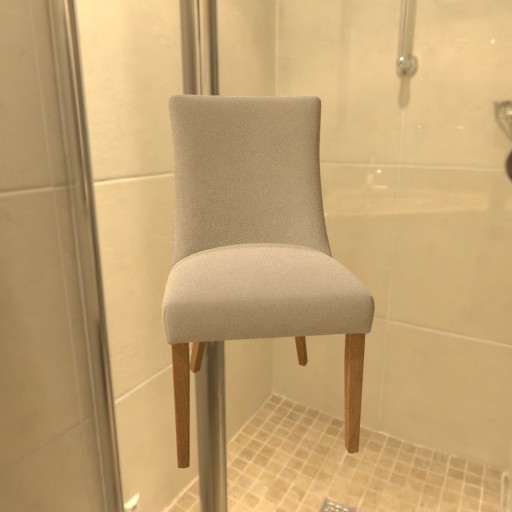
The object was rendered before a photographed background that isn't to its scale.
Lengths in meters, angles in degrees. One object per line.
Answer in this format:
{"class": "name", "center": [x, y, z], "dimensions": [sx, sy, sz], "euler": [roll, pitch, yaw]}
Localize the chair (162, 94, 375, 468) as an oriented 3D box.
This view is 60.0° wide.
{"class": "chair", "center": [0.000, 0.000, 1.255], "dimensions": [0.495, 0.902, 0.610], "euler": [-2, 15, -7]}
